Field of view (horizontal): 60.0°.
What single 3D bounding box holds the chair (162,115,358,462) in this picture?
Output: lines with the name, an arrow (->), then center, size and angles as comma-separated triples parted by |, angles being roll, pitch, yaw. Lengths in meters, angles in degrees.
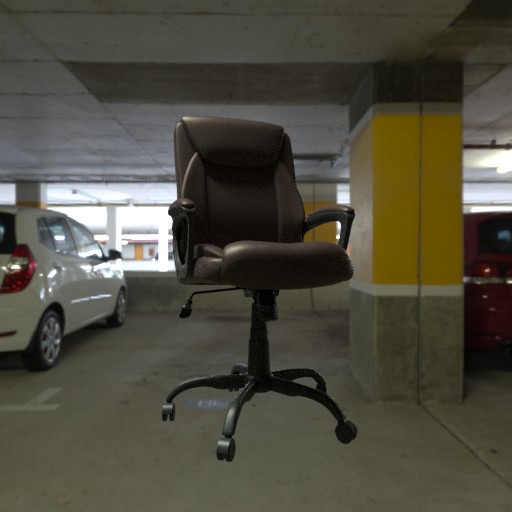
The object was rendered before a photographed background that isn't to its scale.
chair -> 0.000, 0.000, 1.488 | 0.615, 1.072, 0.655 | 0, 0, -19
